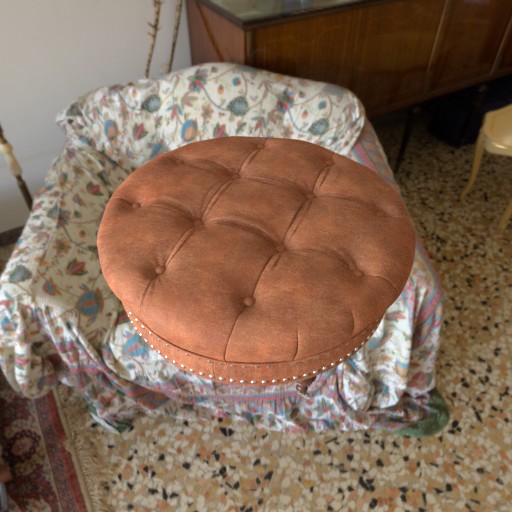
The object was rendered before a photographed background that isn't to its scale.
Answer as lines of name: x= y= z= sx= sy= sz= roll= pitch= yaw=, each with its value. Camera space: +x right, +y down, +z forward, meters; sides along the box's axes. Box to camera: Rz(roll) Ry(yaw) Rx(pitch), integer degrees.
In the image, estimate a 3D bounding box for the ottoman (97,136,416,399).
ottoman: x=0.000 y=0.000 z=1.397 sx=0.901 sy=0.444 sz=0.901 roll=0 pitch=45 yaw=0
